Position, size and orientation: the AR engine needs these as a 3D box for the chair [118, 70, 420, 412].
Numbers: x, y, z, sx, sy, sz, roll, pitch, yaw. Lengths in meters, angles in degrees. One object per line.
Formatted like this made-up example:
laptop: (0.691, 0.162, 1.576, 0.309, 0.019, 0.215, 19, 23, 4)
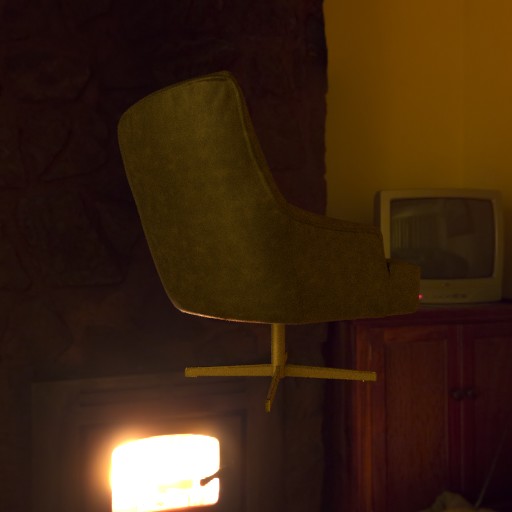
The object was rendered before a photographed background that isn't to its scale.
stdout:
chair: (0.000, 0.000, 1.501, 0.874, 0.870, 0.738, 0, -1, -37)
